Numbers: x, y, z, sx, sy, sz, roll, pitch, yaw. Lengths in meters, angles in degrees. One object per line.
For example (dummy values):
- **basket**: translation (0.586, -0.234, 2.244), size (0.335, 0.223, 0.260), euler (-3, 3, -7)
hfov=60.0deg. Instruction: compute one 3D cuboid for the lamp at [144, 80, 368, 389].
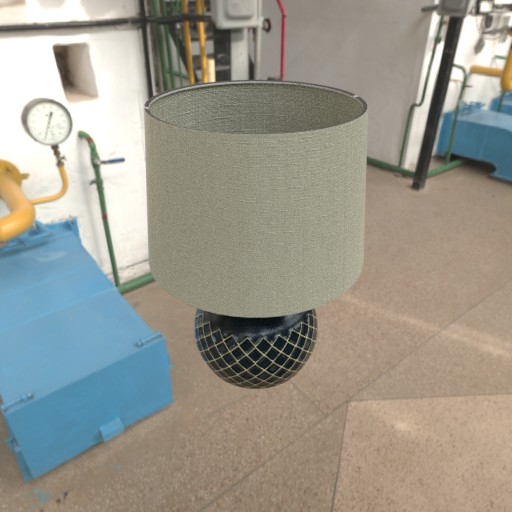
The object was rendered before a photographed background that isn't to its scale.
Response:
- **lamp**: translation (0.000, 0.000, 0.799), size (0.376, 0.540, 0.376), euler (0, 32, 0)
